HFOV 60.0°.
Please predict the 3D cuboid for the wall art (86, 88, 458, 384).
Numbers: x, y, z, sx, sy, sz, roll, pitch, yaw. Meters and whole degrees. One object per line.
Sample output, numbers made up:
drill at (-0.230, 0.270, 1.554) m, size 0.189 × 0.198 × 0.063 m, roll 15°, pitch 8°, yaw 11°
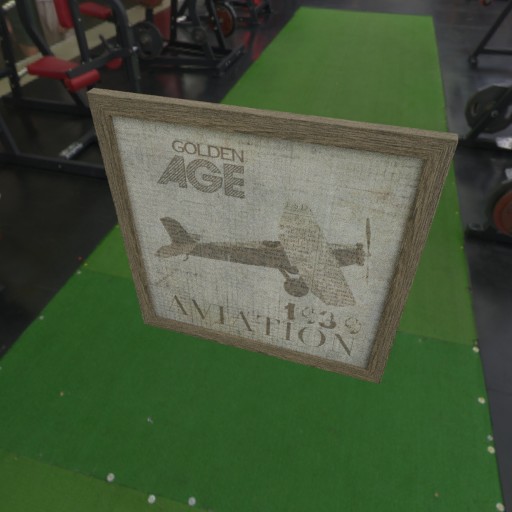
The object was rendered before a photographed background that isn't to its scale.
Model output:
wall art at (0.000, 0.000, 0.755) m, size 0.508 × 0.508 × 0.019 m, roll 12°, pitch 42°, yaw 13°
